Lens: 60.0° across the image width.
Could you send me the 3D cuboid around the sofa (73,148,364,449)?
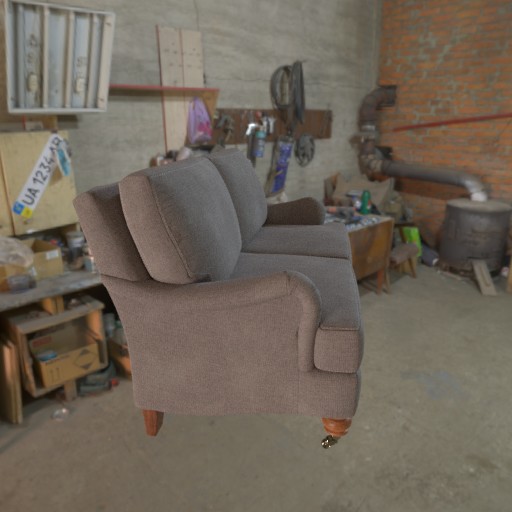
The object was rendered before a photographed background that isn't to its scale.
[{"bbox_3d":[0.000,0.000,2.479,1.084,1.101,1.853,3,17,9],"label":"sofa"}]
